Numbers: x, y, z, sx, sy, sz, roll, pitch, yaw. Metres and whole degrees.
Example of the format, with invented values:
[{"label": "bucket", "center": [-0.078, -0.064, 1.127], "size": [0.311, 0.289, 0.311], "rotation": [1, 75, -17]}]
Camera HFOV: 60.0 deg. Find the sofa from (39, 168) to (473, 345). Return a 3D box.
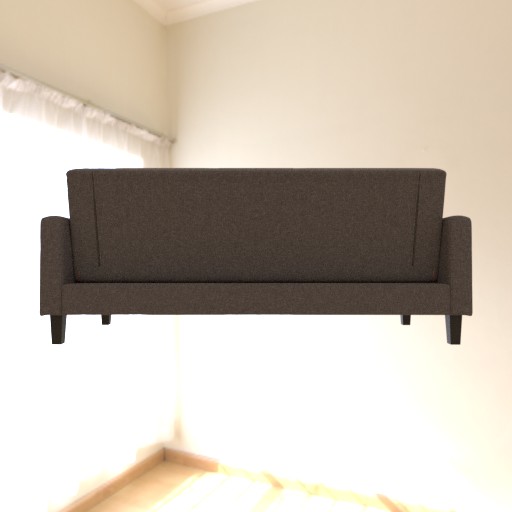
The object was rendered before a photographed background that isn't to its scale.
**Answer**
[{"label": "sofa", "center": [0.000, 0.000, 2.454], "size": [2.040, 0.850, 0.810], "rotation": [0, -1, 0]}]
